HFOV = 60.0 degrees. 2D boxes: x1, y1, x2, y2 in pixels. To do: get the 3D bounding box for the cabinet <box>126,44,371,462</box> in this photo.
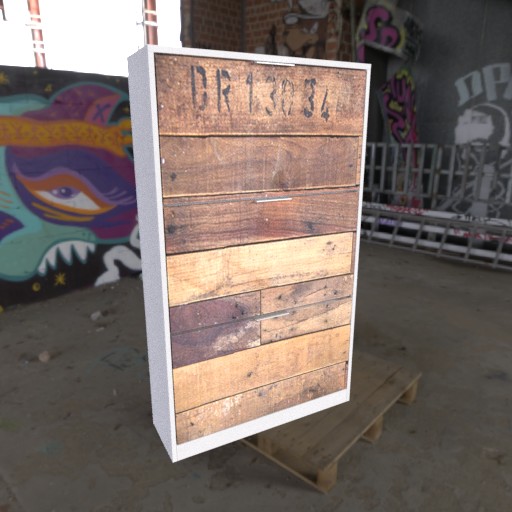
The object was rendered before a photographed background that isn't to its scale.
[{"bbox_3d":[0.000,0.000,1.571,0.750,1.280,0.250,-8,18,-27],"label":"cabinet"}]
